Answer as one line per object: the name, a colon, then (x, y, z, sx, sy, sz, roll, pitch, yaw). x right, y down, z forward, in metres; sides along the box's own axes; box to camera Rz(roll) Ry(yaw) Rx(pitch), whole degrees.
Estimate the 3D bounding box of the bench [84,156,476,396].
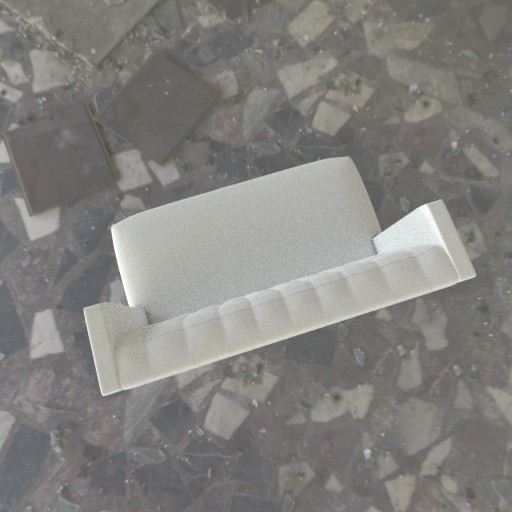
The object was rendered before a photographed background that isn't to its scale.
bench: (0.000, 0.000, 2.034, 1.280, 1.123, 0.847, -17, 76, -4)
